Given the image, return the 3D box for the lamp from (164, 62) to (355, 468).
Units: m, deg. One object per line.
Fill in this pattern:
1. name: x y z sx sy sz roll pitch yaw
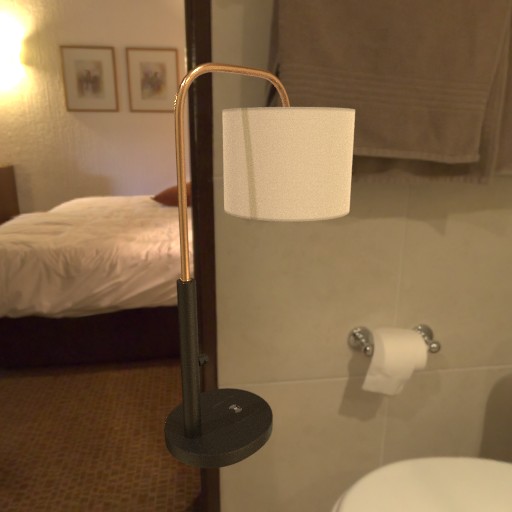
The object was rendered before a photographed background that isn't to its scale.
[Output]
1. lamp: 0.000 0.000 0.685 0.337 0.540 0.199 -15 22 -43
